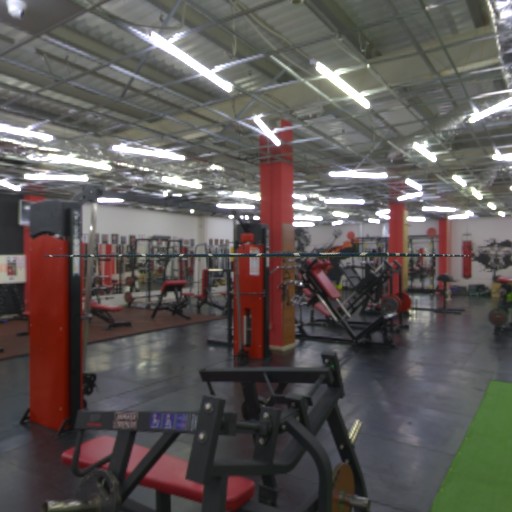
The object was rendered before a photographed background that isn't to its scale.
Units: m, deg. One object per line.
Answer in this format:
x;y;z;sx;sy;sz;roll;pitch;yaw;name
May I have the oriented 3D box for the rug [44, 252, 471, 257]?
0.000;0.000;2.714;2.134;0.010;1.524;0;0;36;rug
